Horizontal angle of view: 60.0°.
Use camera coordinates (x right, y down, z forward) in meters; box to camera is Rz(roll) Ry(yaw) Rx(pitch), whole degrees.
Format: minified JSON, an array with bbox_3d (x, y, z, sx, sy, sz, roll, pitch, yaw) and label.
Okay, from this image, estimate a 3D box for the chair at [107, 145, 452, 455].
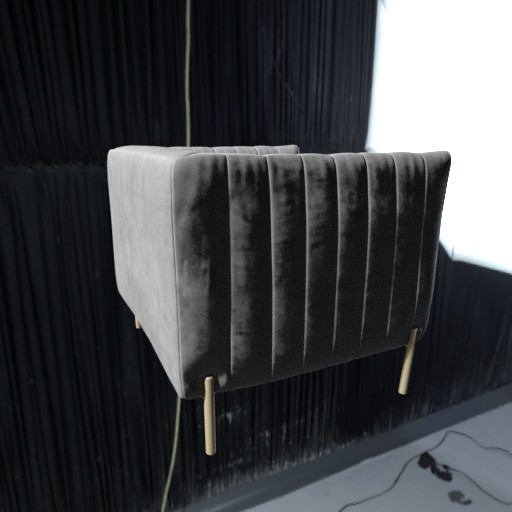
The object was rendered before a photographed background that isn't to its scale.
[{"bbox_3d":[0.000,0.000,1.610,0.873,0.779,0.981,-7,17,-25],"label":"chair"}]
